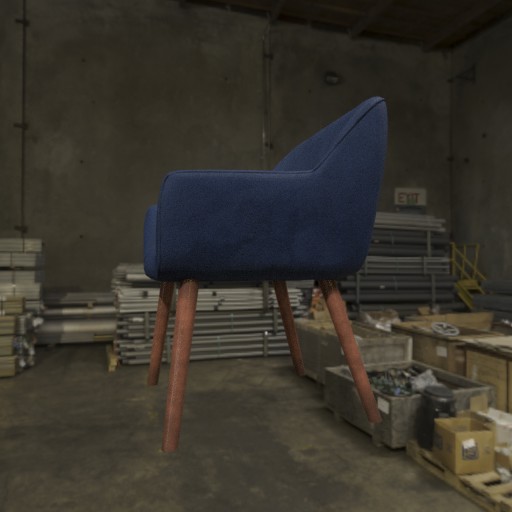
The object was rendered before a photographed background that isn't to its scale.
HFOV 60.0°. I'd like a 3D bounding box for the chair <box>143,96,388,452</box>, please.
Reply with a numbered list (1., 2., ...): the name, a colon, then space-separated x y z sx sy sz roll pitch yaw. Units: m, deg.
1. chair: 0.000 0.000 1.261 0.600 0.820 0.600 0 -1 -17
